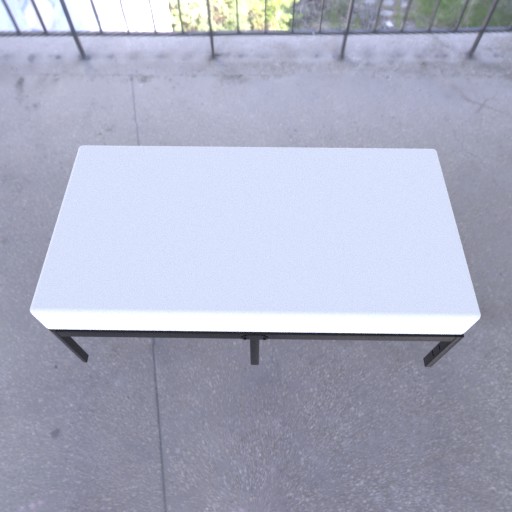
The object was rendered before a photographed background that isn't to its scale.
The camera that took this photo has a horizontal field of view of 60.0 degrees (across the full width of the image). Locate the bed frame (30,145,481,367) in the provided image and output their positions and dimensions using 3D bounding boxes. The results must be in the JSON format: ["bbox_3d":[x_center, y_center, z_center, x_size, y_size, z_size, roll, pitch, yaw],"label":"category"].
[{"bbox_3d":[0.000,0.000,2.428,1.950,0.659,1.023,1,59,0],"label":"bed frame"}]
